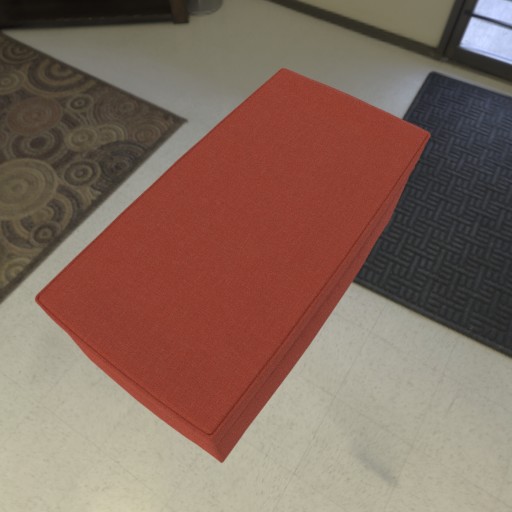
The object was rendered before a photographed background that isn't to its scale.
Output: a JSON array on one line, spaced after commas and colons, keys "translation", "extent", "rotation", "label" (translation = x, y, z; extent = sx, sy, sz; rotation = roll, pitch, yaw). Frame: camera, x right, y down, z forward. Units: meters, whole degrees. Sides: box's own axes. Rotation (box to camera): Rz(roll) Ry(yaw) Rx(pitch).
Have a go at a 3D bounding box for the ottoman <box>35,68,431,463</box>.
[{"translation": [0.000, 0.000, 1.220], "extent": [0.497, 0.454, 0.948], "rotation": [31, 64, 18], "label": "ottoman"}]
